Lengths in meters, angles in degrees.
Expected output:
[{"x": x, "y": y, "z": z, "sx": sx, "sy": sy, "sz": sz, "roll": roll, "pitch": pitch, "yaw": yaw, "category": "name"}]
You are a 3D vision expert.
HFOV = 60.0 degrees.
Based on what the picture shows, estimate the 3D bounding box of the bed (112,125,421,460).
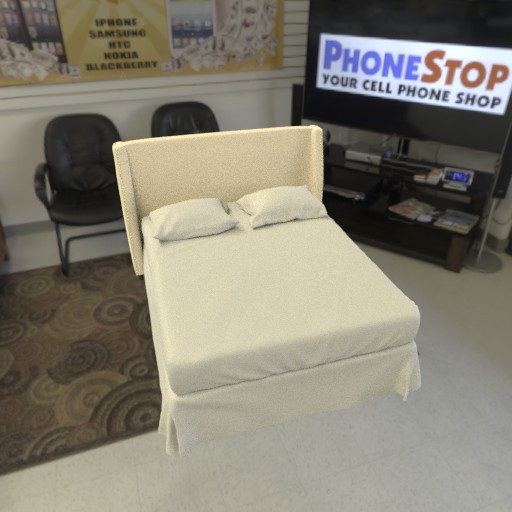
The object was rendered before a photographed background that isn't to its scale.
[{"x": 0.000, "y": 0.000, "z": 3.466, "sx": 1.925, "sy": 1.332, "sz": 2.276, "roll": -9, "pitch": 33, "yaw": -14, "category": "bed"}]
